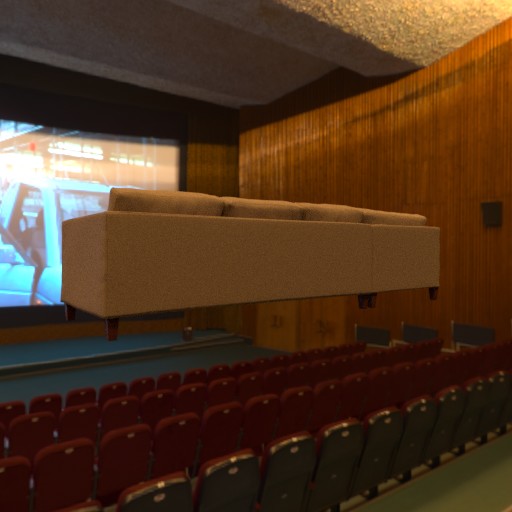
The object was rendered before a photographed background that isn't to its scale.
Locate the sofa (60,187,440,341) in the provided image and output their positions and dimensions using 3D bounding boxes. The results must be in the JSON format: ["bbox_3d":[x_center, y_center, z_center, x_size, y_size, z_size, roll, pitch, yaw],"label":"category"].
[{"bbox_3d":[0.000,0.000,3.889,3.186,0.846,1.625,-1,1,-37],"label":"sofa"}]
